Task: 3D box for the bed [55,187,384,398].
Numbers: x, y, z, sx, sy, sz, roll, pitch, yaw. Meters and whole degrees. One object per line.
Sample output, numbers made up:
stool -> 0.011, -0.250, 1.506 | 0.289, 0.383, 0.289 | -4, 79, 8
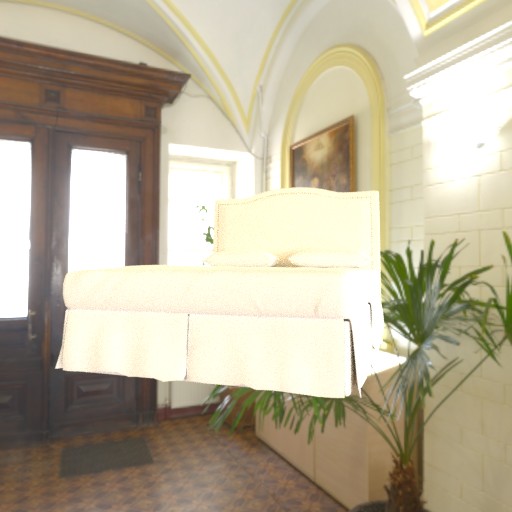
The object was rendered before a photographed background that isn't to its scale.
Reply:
bed -> 0.000, 0.000, 3.436 | 1.821, 1.436, 2.282 | -1, -2, 19
